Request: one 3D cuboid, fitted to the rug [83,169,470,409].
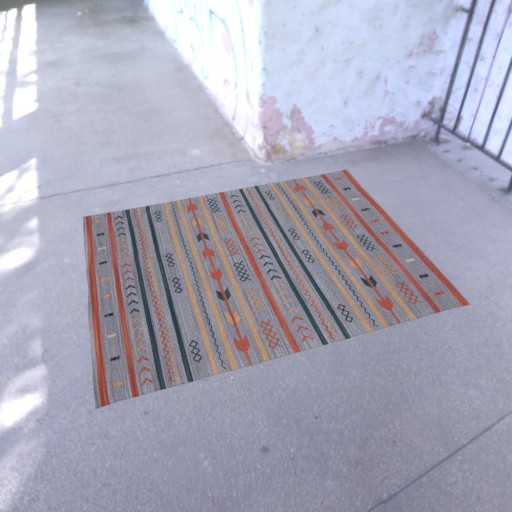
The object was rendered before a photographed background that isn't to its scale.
[{"bbox_3d":[0.000,0.000,4.127,3.029,0.022,2.263,-12,43,-13],"label":"rug"}]
